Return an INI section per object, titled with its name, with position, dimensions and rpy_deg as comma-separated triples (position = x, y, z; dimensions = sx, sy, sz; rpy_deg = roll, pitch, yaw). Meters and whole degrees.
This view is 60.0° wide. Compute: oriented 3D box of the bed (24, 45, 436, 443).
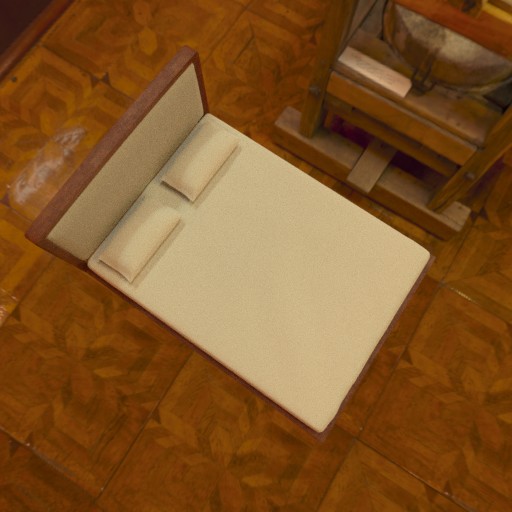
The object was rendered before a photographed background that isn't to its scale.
[bed]
position = 0.000, 0.000, 3.169
dimensions = 2.196, 1.275, 1.587
rpy_deg = 34, 79, 8
